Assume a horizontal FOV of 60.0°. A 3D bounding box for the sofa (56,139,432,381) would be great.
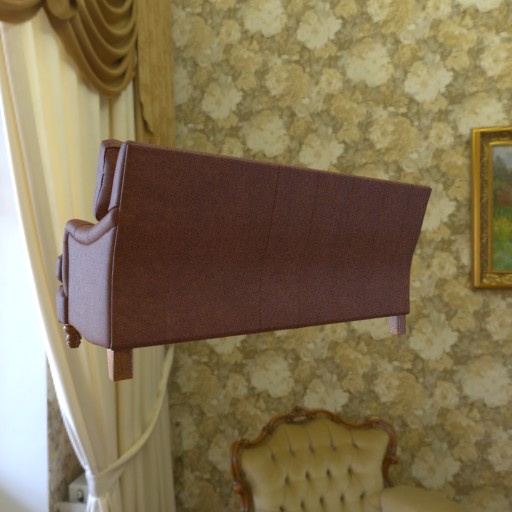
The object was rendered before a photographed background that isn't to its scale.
[{"bbox_3d":[0.000,0.000,2.768,2.144,1.071,1.147,0,0,-35],"label":"sofa"}]
